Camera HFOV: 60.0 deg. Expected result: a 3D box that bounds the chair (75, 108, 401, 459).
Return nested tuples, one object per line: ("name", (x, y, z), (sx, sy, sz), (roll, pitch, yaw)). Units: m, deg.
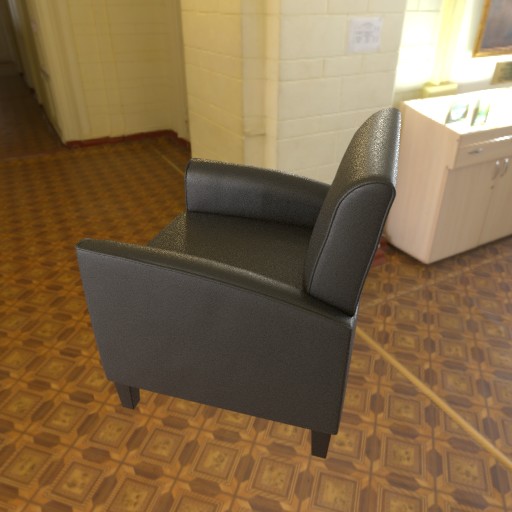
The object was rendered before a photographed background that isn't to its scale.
("chair", (0.000, 0.000, 1.525), (0.819, 0.916, 0.820), (8, 31, 14))
